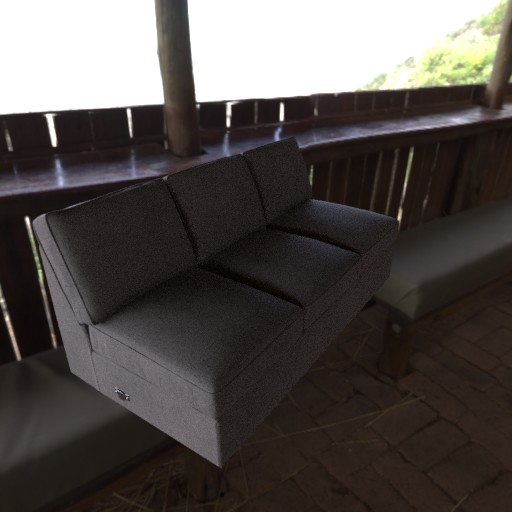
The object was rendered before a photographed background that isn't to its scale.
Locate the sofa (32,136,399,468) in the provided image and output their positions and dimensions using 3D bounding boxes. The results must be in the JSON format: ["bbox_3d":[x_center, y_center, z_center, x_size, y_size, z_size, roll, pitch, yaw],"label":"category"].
[{"bbox_3d":[0.000,0.000,2.499,1.027,0.973,1.962,18,32,31],"label":"sofa"}]
